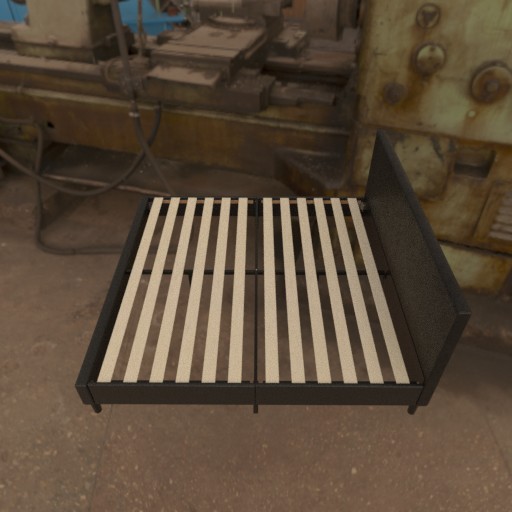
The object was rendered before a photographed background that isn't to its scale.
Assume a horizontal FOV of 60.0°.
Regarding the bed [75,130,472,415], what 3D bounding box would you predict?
[{"bbox_3d":[0.000,0.000,3.288,2.152,1.046,2.018,0,41,0],"label":"bed"}]
